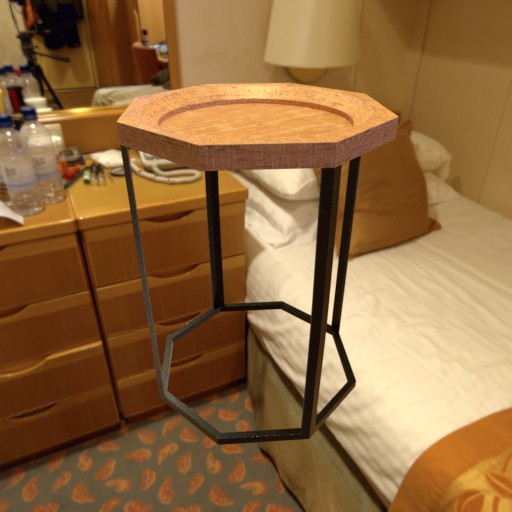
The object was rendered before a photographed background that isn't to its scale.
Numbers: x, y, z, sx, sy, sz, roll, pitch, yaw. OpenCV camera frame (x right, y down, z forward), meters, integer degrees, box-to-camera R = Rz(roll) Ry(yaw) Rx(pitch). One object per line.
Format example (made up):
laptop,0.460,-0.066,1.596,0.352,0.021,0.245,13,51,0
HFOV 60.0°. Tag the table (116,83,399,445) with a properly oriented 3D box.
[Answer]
table,0.000,0.000,0.844,0.437,0.553,0.437,10,32,16
